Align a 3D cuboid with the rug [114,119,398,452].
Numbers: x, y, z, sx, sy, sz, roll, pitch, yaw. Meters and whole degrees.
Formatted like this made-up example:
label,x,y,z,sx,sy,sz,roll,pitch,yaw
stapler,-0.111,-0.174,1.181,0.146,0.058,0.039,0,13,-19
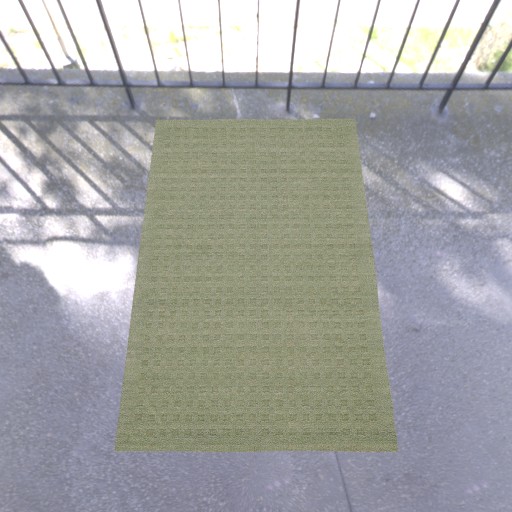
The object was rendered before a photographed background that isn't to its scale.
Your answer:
label,x,y,z,sx,sy,sz,roll,pitch,yaw
rug,0.000,0.000,2.158,1.143,0.006,1.747,0,64,0
